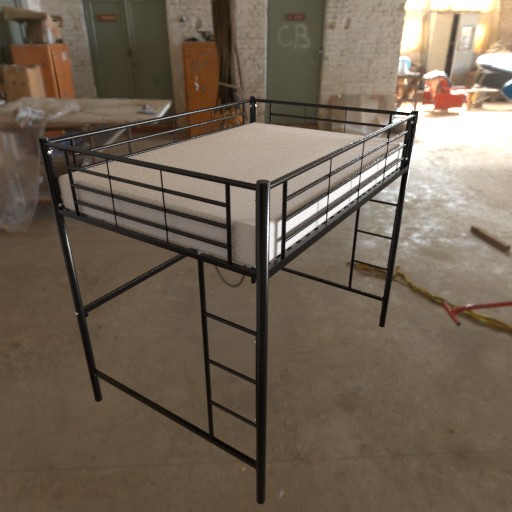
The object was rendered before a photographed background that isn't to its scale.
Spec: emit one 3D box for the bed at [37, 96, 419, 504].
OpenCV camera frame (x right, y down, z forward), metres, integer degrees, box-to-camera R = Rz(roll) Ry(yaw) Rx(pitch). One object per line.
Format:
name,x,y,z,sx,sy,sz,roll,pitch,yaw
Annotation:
bed,0.000,0.000,3.069,1.397,1.803,1.994,17,31,30
